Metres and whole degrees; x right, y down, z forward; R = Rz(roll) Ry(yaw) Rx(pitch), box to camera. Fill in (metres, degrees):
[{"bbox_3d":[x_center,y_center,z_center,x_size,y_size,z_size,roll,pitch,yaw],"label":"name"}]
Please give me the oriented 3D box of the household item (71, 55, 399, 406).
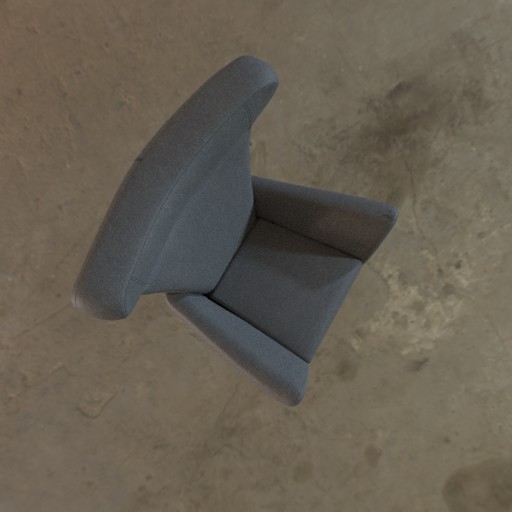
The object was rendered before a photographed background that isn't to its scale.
[{"bbox_3d":[0.000,0.000,1.788,0.900,1.050,0.980,29,79,7],"label":"household item"}]
